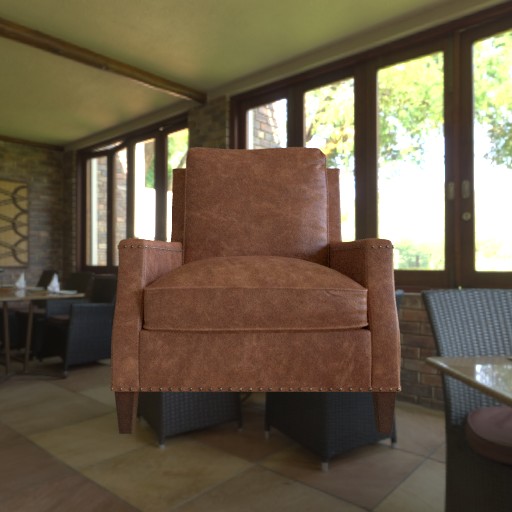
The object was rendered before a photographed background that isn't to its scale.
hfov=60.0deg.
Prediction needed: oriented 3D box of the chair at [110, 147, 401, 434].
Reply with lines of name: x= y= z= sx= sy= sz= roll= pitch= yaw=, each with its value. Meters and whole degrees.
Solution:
chair: x=0.000 y=0.000 z=1.771 sx=0.854 sy=1.054 sz=1.035 roll=0 pitch=-1 yaw=0
